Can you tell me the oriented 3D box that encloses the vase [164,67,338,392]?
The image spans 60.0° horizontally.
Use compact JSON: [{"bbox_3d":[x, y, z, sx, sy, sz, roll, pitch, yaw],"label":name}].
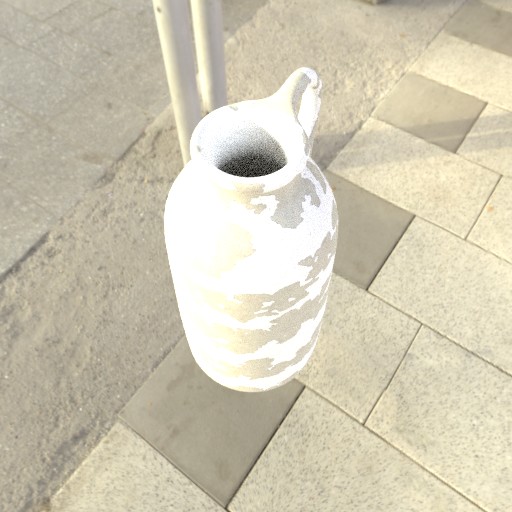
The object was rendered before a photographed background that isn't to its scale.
[{"bbox_3d":[0.000,0.000,0.489,0.186,0.382,0.203,29,62,17],"label":"vase"}]
